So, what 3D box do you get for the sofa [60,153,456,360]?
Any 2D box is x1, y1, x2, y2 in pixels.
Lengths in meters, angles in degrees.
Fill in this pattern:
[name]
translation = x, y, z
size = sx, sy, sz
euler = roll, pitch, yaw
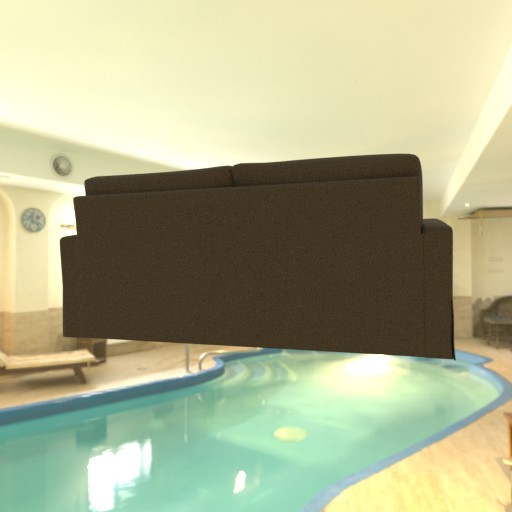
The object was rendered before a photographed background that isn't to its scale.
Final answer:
[sofa]
translation = 0.000, 0.000, 2.346
size = 1.852, 0.839, 0.898
euler = 0, -2, 18
